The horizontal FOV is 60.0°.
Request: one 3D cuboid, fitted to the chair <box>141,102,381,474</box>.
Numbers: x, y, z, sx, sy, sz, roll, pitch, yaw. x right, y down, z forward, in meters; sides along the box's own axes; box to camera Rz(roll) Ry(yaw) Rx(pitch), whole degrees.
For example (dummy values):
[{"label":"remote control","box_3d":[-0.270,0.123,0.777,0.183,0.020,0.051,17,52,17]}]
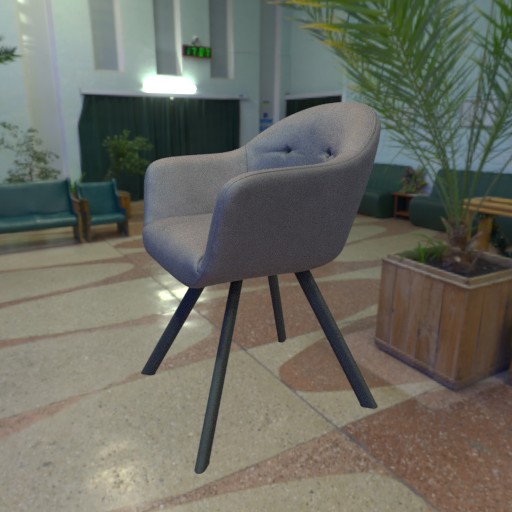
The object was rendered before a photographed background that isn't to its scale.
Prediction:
[{"label":"chair","box_3d":[0.000,0.000,1.167,0.544,0.781,0.567,-8,18,-27]}]
